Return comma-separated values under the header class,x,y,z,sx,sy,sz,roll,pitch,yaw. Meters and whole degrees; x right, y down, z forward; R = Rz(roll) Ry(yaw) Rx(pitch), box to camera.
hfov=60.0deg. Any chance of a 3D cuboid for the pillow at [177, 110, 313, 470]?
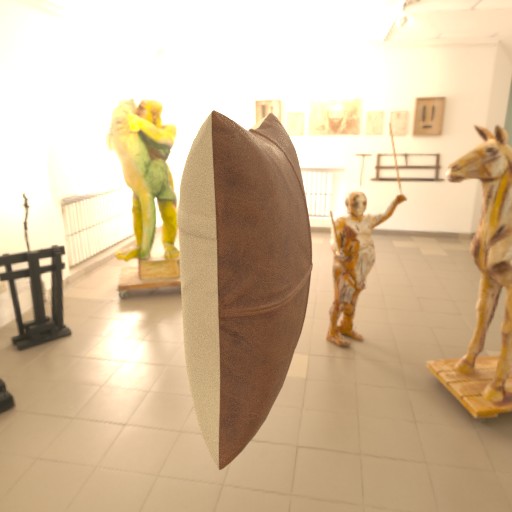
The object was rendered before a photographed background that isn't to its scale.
class,x,y,z,sx,sy,sz,roll,pitch,yaw
pillow,0.000,0.000,0.749,0.192,0.470,0.484,3,17,9
